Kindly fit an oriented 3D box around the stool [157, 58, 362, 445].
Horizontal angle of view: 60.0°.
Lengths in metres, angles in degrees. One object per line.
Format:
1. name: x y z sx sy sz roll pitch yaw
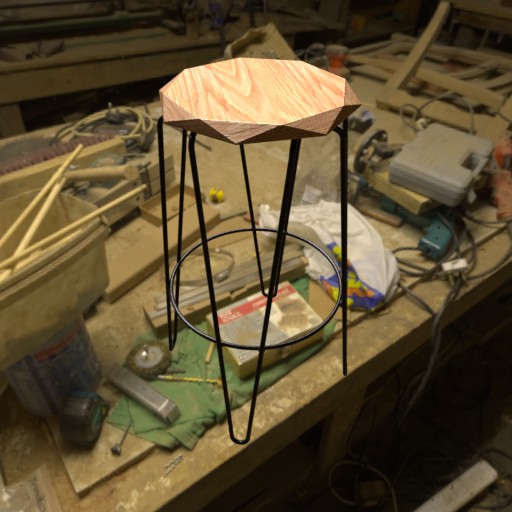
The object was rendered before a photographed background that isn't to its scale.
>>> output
1. stool: 0.000 0.000 0.800 0.326 0.610 0.326 -24 46 -26
